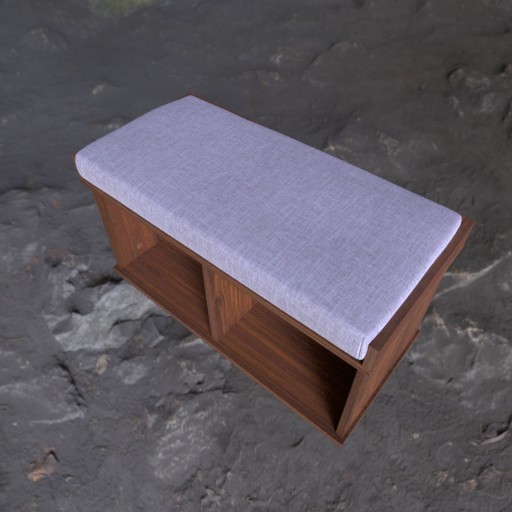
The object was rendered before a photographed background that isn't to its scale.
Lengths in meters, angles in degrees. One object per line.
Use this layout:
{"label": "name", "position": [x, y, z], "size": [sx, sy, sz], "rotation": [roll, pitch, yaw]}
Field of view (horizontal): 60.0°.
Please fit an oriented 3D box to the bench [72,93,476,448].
{"label": "bench", "position": [0.000, 0.000, 1.015], "size": [0.734, 0.461, 0.362], "rotation": [32, 55, 26]}
